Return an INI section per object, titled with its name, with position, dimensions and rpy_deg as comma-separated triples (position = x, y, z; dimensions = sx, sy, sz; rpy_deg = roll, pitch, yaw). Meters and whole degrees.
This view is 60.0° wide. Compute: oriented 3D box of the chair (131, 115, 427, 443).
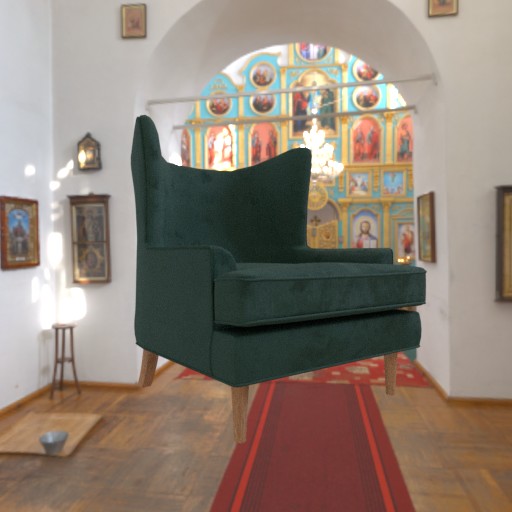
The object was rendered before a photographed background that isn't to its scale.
[chair]
position = 0.000, 0.000, 1.610
dimensions = 0.793, 0.952, 0.910
rpy_deg = 0, 0, -37
